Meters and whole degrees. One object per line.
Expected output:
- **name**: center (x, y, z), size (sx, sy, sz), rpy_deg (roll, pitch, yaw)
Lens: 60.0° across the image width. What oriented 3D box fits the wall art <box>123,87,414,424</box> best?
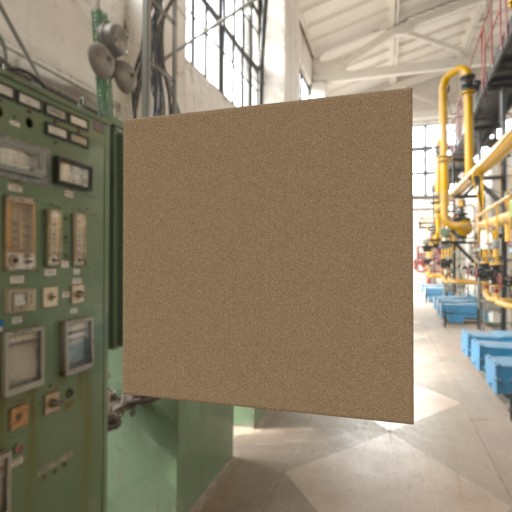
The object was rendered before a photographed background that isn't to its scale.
- **wall art**: center (0.000, 0.000, 1.123), size (0.749, 0.751, 0.050), rpy_deg (0, -1, 18)
